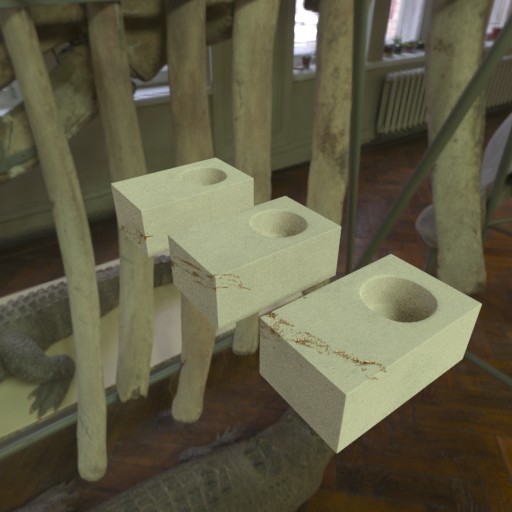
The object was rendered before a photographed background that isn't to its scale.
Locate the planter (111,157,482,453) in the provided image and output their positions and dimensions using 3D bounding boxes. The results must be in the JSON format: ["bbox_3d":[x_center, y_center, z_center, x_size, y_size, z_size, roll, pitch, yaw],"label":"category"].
[{"bbox_3d":[0.000,0.000,0.388,0.127,0.051,0.333,-22,39,-30],"label":"planter"}]
